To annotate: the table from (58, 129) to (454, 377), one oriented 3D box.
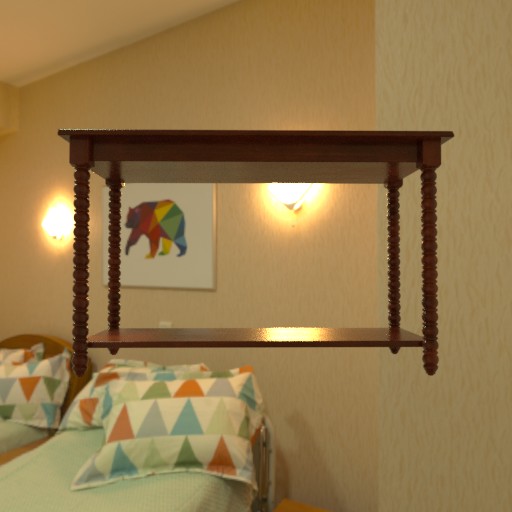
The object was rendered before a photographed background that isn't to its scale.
[{"bbox_3d":[0.000,0.000,1.532,1.184,0.740,0.459,0,-2,-1],"label":"table"}]
